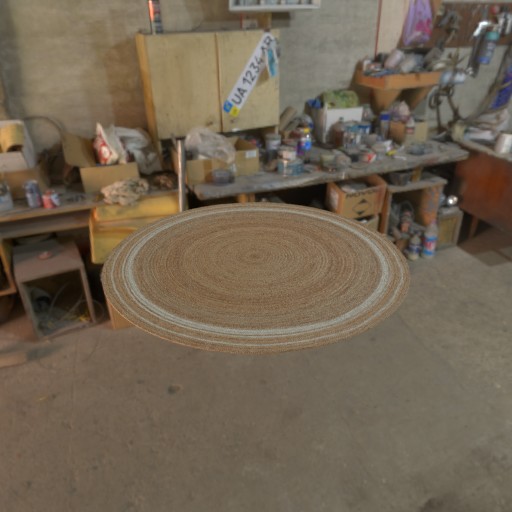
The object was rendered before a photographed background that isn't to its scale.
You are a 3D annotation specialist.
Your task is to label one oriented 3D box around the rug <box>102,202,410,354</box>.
[{"bbox_3d":[0.000,0.000,3.676,2.444,0.015,2.444,0,28,0],"label":"rug"}]
